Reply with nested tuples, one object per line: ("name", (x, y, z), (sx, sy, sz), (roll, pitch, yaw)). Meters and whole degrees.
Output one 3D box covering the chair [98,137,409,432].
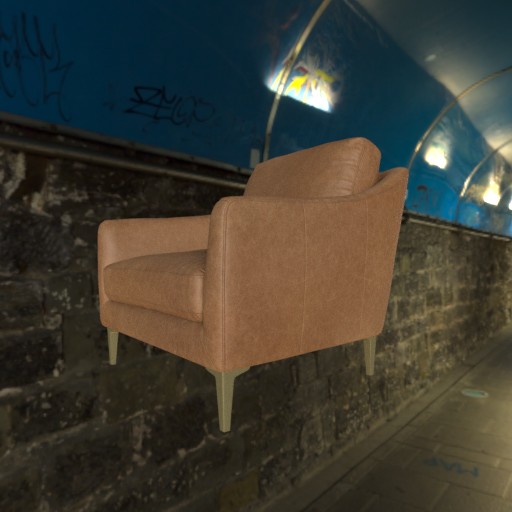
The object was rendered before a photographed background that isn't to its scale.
("chair", (0.000, 0.000, 1.735), (0.963, 0.895, 0.988), (0, 0, -36))
